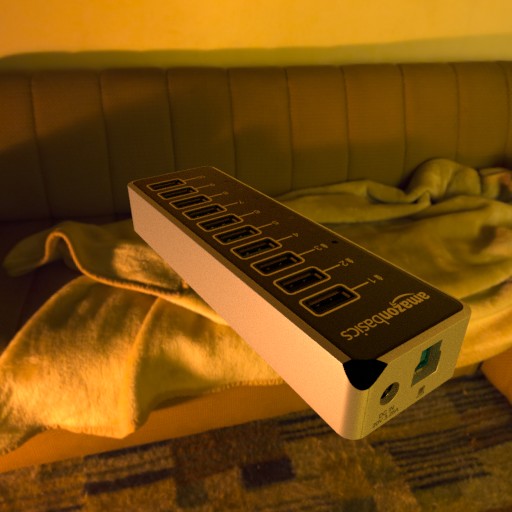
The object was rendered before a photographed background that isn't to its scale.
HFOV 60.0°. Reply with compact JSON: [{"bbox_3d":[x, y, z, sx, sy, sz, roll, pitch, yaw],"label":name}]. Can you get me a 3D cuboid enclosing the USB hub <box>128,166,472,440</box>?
[{"bbox_3d":[0.000,0.000,0.164,0.044,0.023,0.145,-19,35,-29],"label":"USB hub"}]
